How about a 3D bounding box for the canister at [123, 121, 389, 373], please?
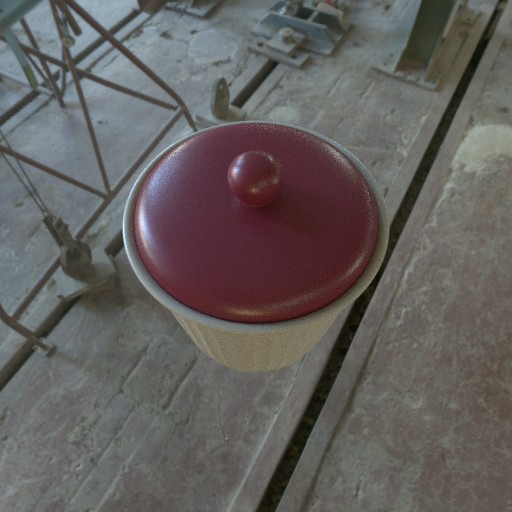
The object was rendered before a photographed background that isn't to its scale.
[{"bbox_3d":[0.000,0.000,0.353,0.181,0.211,0.181,0,58,0],"label":"canister"}]
